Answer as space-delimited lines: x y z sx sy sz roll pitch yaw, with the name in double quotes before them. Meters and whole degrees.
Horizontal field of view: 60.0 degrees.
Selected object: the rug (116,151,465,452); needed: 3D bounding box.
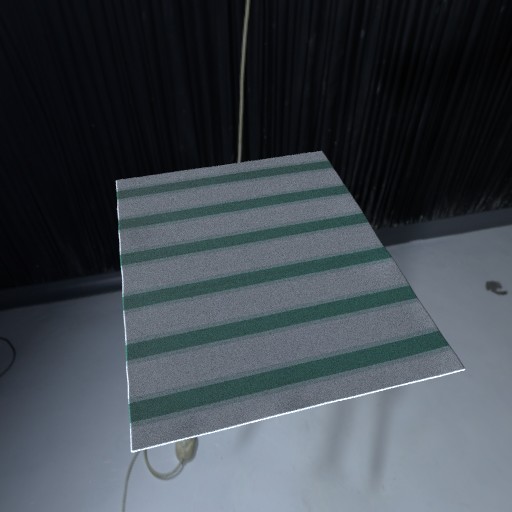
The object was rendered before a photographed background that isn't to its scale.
"rug" 0.000 0.000 4.096 2.434 0.019 3.041 -10 46 -10
